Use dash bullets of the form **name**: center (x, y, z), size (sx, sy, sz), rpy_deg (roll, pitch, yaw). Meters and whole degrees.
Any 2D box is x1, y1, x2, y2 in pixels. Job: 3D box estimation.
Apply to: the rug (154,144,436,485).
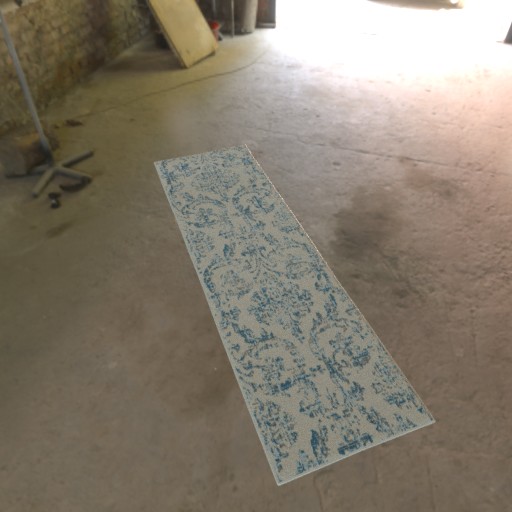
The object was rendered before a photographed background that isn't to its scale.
- **rug**: center (0.000, 0.000, 2.360), size (0.662, 0.011, 2.196), rpy_deg (-15, 46, -15)
